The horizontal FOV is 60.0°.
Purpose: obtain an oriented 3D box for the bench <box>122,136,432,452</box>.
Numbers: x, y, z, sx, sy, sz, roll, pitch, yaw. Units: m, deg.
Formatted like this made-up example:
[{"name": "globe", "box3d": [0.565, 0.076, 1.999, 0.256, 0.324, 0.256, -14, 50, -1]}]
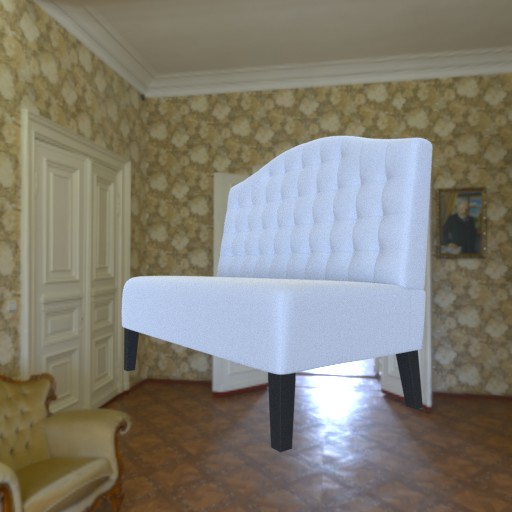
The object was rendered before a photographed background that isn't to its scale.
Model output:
[{"name": "bench", "box3d": [0.000, 0.000, 2.050, 0.815, 1.180, 1.335, 1, -2, -36]}]
